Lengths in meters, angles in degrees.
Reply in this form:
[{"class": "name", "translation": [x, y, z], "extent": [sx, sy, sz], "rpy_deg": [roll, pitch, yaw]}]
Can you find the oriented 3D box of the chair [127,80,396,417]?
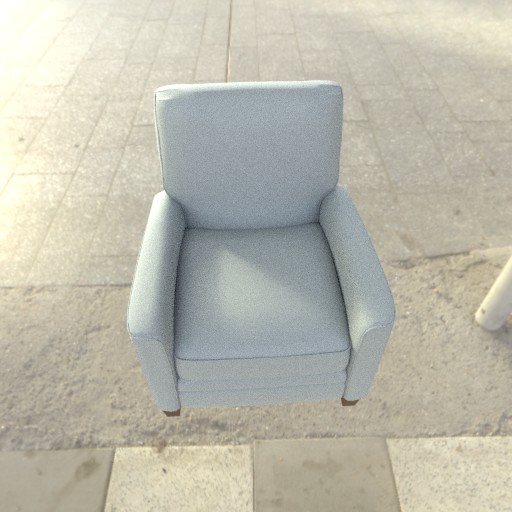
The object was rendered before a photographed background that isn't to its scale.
[{"class": "chair", "translation": [0.000, 0.000, 1.666], "extent": [0.853, 1.007, 0.846], "rpy_deg": [-3, 47, -2]}]
